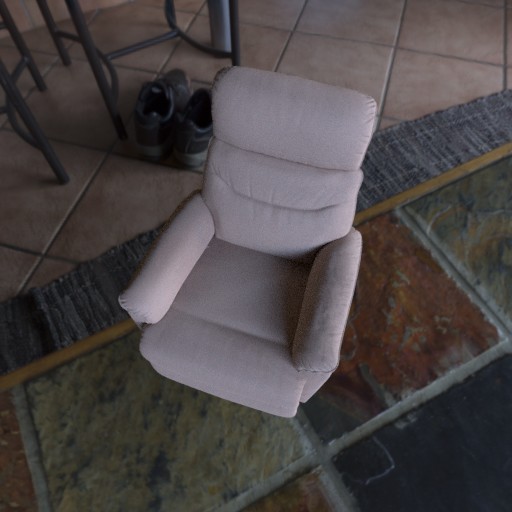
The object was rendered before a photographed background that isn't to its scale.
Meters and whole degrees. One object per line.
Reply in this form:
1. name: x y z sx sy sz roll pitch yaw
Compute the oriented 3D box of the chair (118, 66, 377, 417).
1. chair: 0.000 0.000 1.786 0.820 1.037 1.004 16 59 10
